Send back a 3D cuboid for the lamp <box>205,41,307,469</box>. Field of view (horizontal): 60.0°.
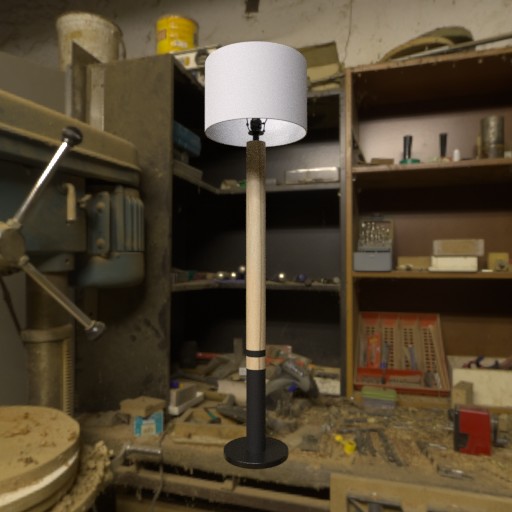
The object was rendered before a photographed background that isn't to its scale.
[{"bbox_3d":[0.000,0.000,1.663,0.381,1.478,0.381,0,-1,18],"label":"lamp"}]
